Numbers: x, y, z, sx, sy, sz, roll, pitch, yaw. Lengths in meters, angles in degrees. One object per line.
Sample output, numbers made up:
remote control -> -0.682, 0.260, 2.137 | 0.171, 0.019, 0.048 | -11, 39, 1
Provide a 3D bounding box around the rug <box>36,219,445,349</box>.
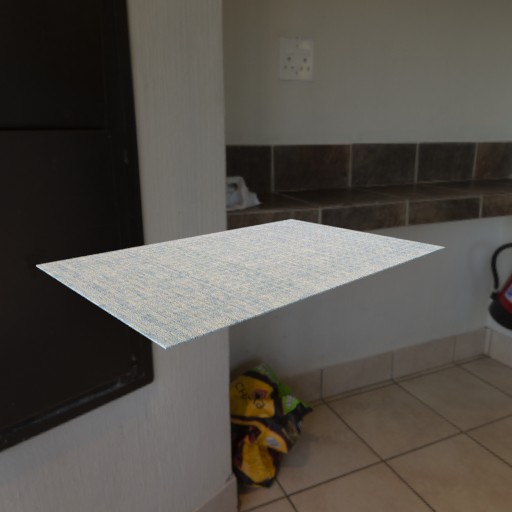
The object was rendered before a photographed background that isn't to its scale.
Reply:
rug -> 0.000, 0.000, 2.248 | 1.752, 0.006, 1.142 | -14, 20, -41
